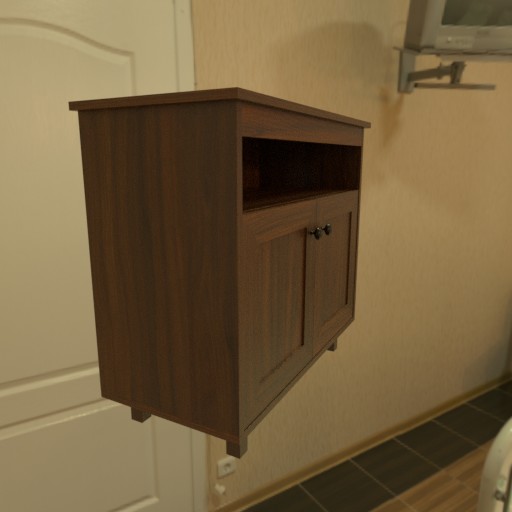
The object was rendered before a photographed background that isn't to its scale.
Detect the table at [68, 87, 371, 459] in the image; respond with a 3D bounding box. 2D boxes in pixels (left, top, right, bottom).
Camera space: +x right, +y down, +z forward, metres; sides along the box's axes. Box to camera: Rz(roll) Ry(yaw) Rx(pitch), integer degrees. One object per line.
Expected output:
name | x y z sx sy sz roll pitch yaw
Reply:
table | 0.000 0.000 1.187 0.390 0.725 0.802 7 14 28
